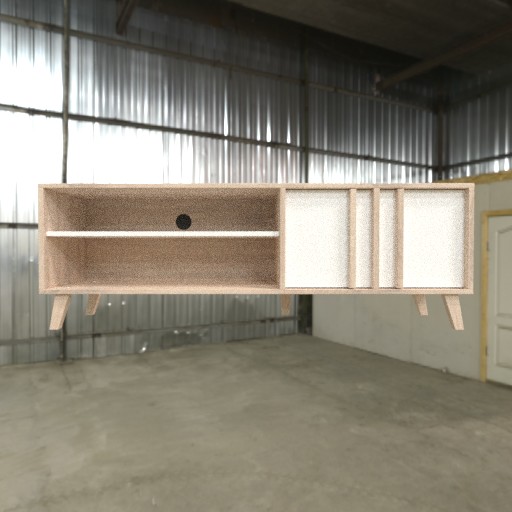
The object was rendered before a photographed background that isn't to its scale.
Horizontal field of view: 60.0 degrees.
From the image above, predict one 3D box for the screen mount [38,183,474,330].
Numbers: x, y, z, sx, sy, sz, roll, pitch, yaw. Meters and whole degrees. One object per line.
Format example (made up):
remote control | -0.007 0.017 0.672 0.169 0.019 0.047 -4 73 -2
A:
screen mount | 0.000 0.000 1.728 1.500 0.510 0.400 0 1 0
